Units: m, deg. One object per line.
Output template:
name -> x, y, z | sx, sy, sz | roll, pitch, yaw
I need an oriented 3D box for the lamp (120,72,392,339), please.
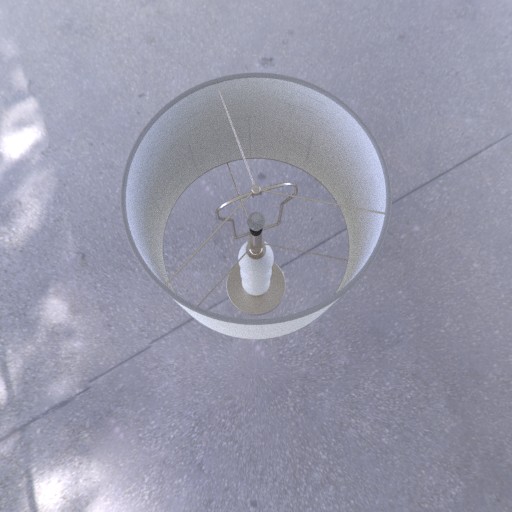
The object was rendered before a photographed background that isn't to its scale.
lamp -> 0.000, 0.000, 0.728 | 0.282, 0.559, 0.280 | -18, 76, -5
